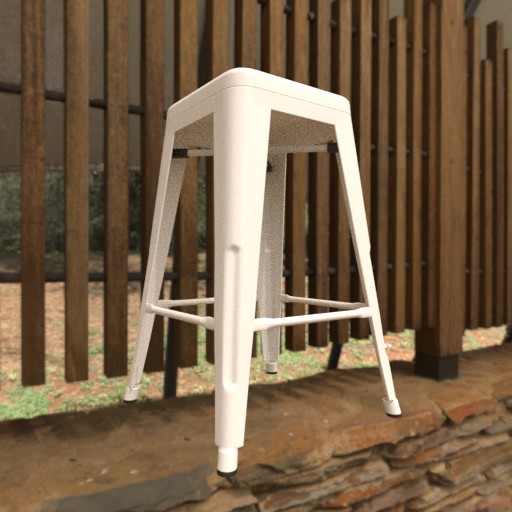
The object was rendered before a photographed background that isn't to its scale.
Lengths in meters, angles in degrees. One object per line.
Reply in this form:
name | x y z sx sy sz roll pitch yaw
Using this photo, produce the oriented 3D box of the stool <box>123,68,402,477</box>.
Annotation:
stool | 0.000 0.000 0.888 0.406 0.610 0.406 0 0 -36
